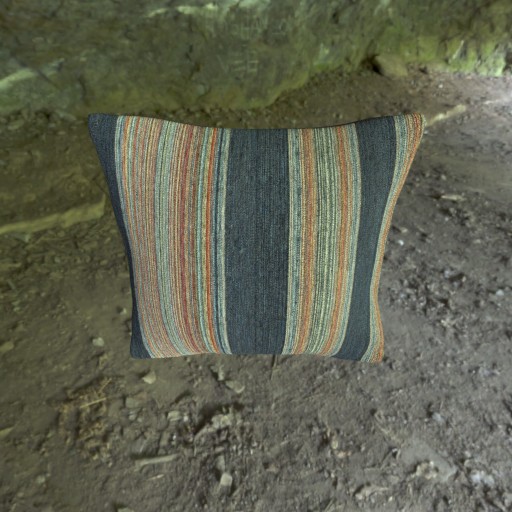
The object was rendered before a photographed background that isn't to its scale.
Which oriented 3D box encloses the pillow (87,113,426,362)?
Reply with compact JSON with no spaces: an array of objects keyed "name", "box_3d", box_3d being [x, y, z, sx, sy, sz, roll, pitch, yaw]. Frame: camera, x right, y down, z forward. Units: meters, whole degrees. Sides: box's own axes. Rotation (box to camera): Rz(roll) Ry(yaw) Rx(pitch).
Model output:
[{"name":"pillow","box_3d":[0.000,0.000,0.664,0.437,0.419,0.136,0,30,1]}]
